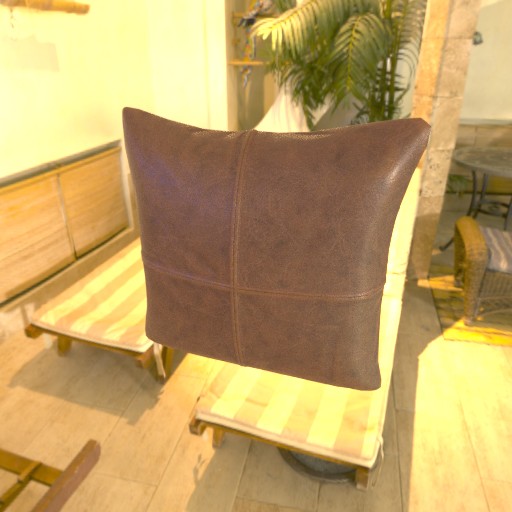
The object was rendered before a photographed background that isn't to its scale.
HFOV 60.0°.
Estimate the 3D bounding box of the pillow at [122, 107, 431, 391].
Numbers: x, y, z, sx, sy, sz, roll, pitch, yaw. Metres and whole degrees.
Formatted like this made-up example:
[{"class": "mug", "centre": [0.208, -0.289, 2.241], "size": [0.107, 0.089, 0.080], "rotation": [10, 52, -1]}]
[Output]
[{"class": "pillow", "centre": [0.000, 0.000, 0.746], "size": [0.484, 0.470, 0.192], "rotation": [8, 28, 16]}]
